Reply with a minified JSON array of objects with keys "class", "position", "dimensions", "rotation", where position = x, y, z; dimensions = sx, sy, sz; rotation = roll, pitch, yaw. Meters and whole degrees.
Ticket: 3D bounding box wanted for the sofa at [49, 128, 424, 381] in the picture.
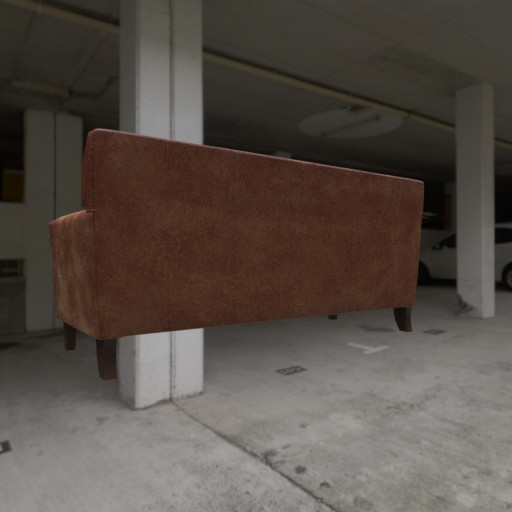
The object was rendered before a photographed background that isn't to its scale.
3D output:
[{"class":"sofa","position":[0.000,0.000,2.523],"dimensions":[2.053,0.947,0.805],"rotation":[0,0,-35]}]
